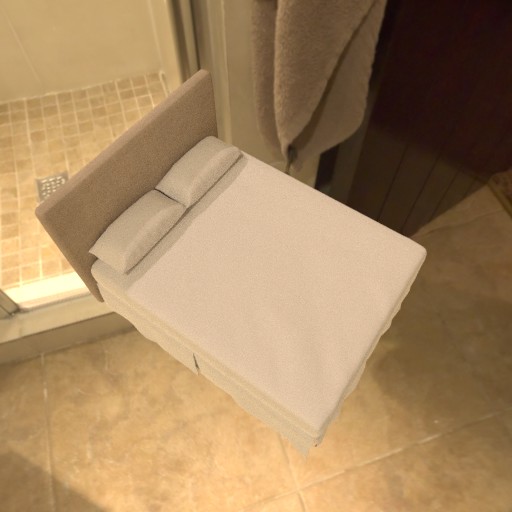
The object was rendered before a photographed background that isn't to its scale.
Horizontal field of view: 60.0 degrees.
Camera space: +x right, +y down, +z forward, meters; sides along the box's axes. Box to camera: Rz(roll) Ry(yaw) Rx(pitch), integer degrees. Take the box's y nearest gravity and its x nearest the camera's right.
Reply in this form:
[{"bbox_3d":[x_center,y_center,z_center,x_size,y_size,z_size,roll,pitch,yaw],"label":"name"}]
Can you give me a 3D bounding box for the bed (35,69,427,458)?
[{"bbox_3d":[0.000,0.000,3.257,2.162,1.330,1.713,31,64,17],"label":"bed"}]
